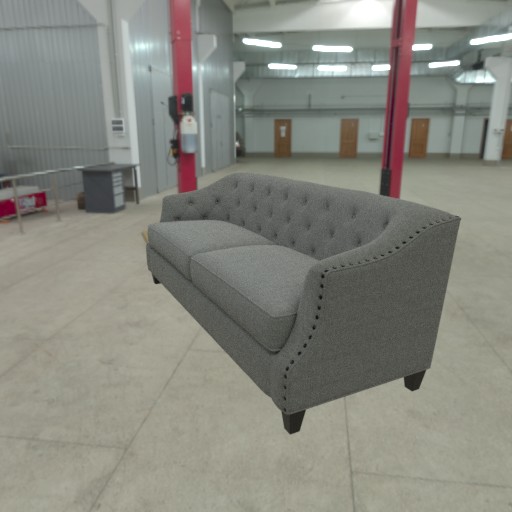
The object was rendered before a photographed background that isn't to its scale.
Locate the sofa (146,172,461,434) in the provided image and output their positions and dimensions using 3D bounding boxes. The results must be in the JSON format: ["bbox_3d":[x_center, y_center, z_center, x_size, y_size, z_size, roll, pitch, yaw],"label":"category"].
[{"bbox_3d":[0.000,0.000,2.822,0.914,0.901,2.235,-8,18,-26],"label":"sofa"}]
